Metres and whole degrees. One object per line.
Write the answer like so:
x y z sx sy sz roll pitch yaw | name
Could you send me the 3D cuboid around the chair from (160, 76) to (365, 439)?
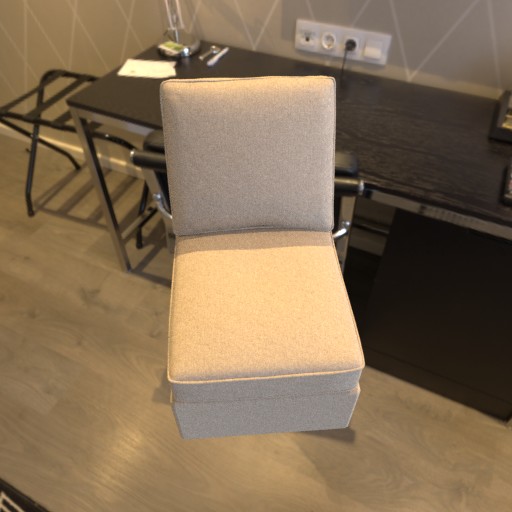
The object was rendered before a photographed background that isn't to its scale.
0.000 0.000 1.690 0.674 1.058 1.020 -3 46 -3 | chair
